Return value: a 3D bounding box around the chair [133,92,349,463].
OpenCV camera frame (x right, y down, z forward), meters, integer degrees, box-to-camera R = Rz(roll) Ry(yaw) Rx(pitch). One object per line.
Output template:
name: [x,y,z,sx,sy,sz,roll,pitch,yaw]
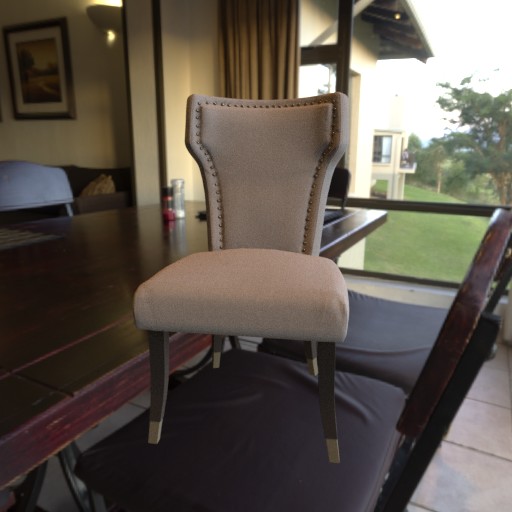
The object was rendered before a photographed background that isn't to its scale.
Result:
chair: [0.000,0.000,1.313,0.526,0.950,0.630,2,14,9]
